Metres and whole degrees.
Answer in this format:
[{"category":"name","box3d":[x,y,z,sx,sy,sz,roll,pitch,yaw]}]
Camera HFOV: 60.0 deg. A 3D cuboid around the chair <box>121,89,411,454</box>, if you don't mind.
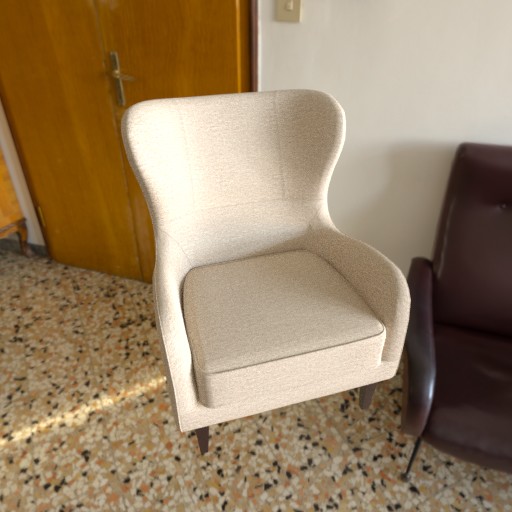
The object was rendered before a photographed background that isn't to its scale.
[{"category":"chair","box3d":[0.000,0.000,1.753,0.861,1.064,0.984,-10,35,-14]}]
